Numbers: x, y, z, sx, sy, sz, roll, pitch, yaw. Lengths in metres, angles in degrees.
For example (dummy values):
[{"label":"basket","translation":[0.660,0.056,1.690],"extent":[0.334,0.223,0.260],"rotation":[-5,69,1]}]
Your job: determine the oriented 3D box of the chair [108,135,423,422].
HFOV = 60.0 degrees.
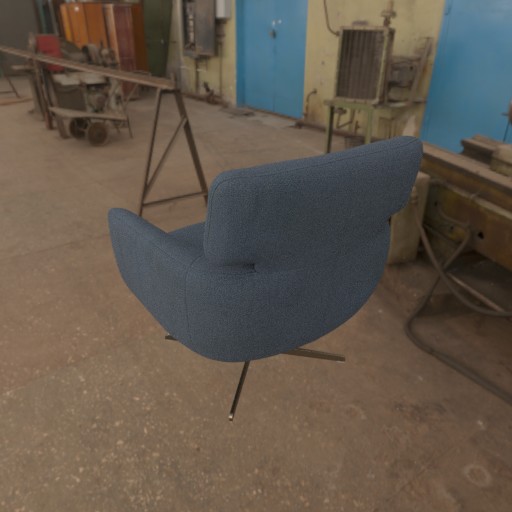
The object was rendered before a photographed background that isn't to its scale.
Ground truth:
[{"label":"chair","translation":[0.000,0.000,1.422],"extent":[0.738,0.813,0.761],"rotation":[-18,33,-30]}]
